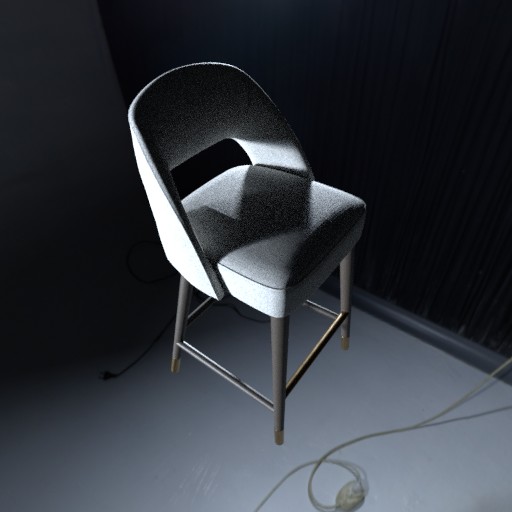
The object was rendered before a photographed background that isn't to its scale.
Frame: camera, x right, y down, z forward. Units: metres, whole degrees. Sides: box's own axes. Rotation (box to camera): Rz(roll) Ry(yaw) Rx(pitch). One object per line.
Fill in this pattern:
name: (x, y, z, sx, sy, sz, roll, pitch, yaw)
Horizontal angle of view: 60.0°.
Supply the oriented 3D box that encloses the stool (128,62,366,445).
stool: (0.000, 0.000, 1.265, 0.509, 0.940, 0.494, 25, 47, 26)
